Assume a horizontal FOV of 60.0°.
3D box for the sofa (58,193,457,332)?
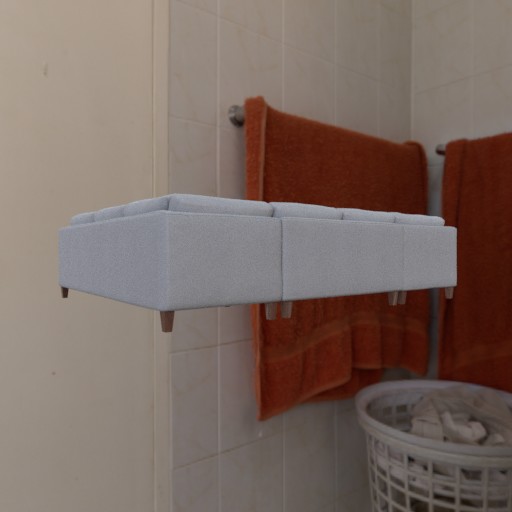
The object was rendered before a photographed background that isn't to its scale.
[{"bbox_3d":[0.000,0.000,4.504,3.238,0.853,2.551,0,1,-37],"label":"sofa"}]
